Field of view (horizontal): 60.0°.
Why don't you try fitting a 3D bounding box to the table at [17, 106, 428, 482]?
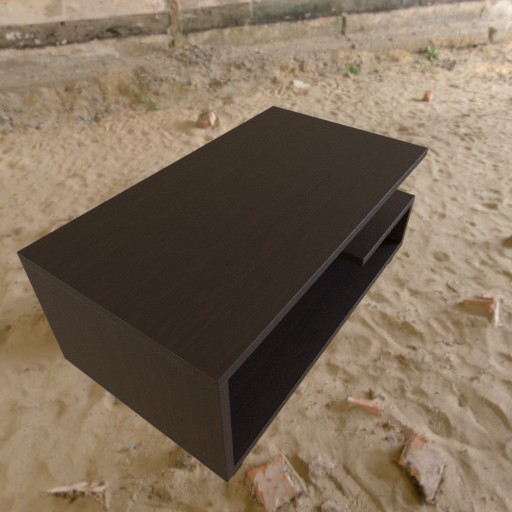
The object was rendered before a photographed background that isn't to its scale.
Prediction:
[{"bbox_3d":[0.000,0.000,1.351,0.590,0.460,1.050,25,46,26],"label":"table"}]
